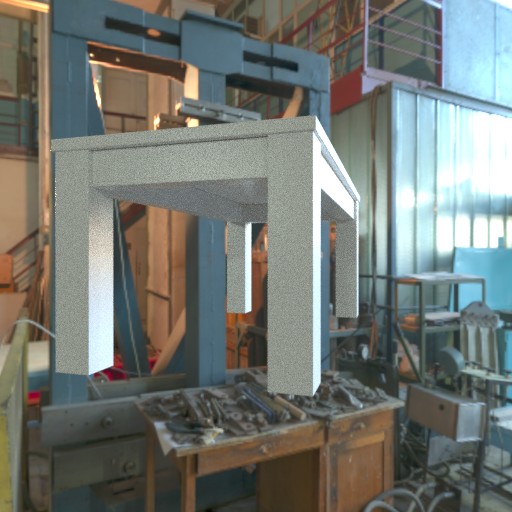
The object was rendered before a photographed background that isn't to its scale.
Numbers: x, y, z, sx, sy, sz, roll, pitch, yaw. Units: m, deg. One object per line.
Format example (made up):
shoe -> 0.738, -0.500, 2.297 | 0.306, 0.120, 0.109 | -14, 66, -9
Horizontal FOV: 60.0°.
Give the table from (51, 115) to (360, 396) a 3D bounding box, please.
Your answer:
table -> 0.000, 0.000, 2.229 | 0.900, 0.790, 1.800 | 0, 0, 17
